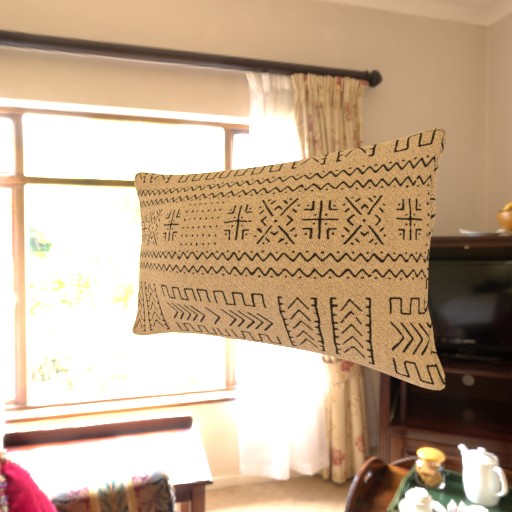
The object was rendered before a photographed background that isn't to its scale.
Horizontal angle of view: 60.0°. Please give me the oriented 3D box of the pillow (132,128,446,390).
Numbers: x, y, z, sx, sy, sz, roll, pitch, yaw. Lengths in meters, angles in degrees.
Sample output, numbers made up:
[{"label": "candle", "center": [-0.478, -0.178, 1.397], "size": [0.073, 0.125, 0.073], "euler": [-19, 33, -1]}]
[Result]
[{"label": "pillow", "center": [0.000, 0.000, 0.780], "size": [0.637, 0.352, 0.188], "euler": [1, 1, 36]}]
